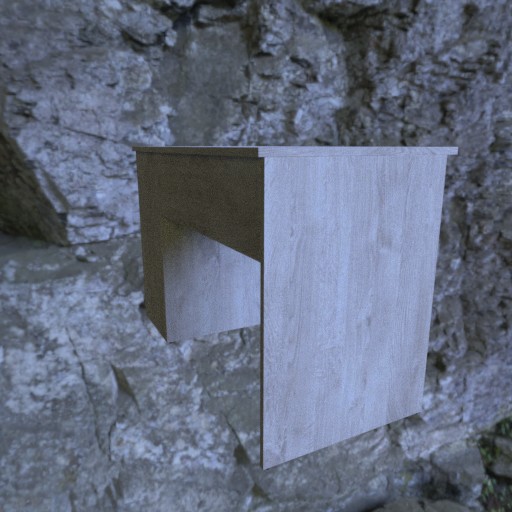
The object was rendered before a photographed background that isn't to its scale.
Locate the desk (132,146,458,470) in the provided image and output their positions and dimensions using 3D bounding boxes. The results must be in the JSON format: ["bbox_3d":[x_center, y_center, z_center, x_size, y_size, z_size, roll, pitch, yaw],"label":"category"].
[{"bbox_3d":[0.000,0.000,1.534,0.560,0.735,1.097,-7,16,-27],"label":"desk"}]
